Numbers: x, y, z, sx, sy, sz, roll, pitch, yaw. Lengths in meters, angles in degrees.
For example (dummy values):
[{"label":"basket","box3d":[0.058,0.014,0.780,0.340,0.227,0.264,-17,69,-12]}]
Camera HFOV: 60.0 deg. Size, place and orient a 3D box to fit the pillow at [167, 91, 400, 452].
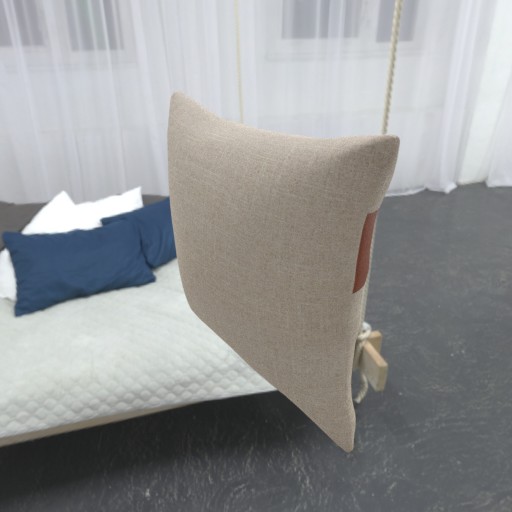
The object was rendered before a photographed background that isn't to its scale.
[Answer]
[{"label":"pillow","box3d":[0.000,0.000,0.619,0.173,0.399,0.414,-18,32,-32]}]
